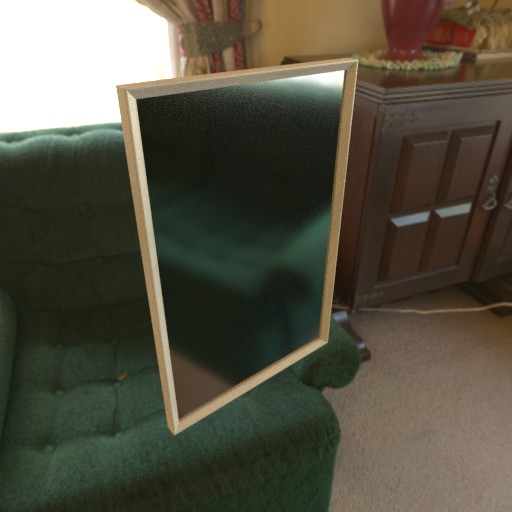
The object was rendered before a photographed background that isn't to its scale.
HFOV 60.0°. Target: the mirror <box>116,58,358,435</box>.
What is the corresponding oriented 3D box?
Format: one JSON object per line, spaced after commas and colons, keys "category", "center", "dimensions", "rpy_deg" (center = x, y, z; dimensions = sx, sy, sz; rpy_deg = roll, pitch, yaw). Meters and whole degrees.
{"category": "mirror", "center": [0.000, 0.000, 1.169], "dimensions": [0.609, 0.915, 0.041], "rpy_deg": [-22, 37, -32]}
